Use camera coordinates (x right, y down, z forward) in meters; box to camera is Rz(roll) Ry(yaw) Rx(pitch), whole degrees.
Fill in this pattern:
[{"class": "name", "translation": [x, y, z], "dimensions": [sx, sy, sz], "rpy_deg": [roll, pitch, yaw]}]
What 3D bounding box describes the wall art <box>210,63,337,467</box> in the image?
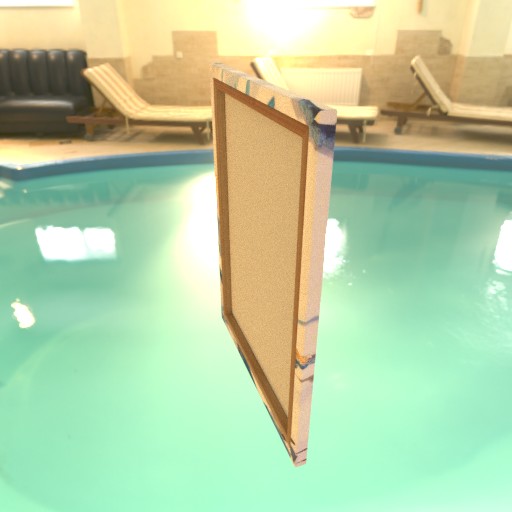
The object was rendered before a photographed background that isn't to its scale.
[{"class": "wall art", "translation": [0.000, 0.000, 1.360], "dimensions": [0.038, 1.015, 0.761], "rpy_deg": [-10, 31, -17]}]
